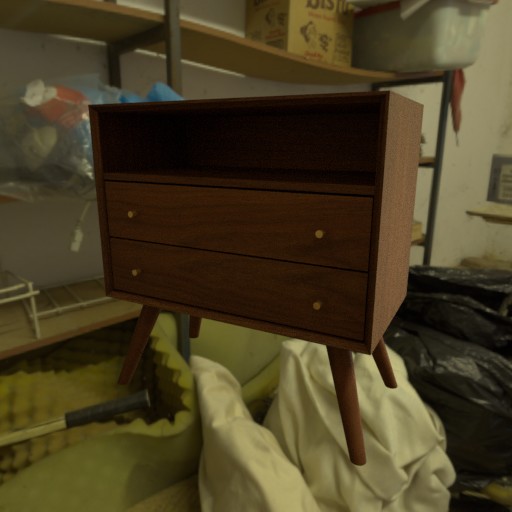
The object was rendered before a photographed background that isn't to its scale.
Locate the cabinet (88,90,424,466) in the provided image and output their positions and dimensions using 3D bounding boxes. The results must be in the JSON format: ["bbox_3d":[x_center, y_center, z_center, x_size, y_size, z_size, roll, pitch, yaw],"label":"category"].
[{"bbox_3d":[0.000,0.000,1.156,0.712,0.748,0.388,8,17,27],"label":"cabinet"}]
